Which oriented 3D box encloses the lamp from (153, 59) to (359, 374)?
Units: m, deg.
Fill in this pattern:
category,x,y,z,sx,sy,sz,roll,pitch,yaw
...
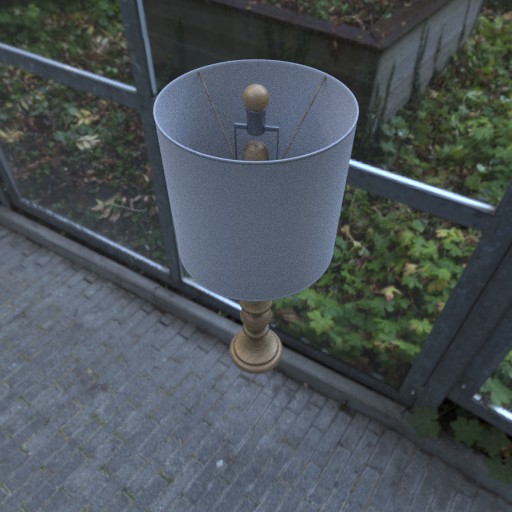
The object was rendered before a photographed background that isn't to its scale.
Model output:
category,x,y,z,sx,sy,sz,roll,pitch,yaw
lamp,0.000,0.000,0.748,0.250,0.597,0.250,-31,54,-26
